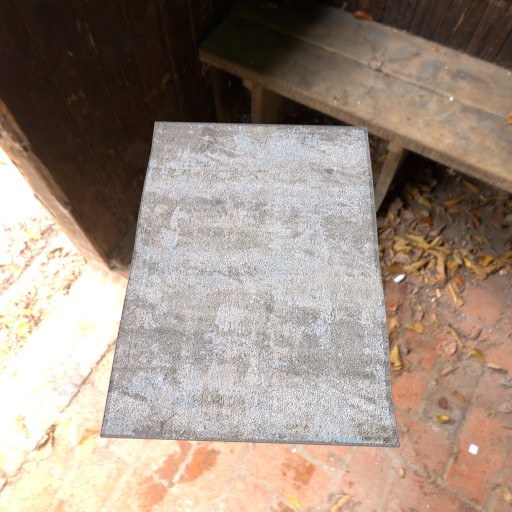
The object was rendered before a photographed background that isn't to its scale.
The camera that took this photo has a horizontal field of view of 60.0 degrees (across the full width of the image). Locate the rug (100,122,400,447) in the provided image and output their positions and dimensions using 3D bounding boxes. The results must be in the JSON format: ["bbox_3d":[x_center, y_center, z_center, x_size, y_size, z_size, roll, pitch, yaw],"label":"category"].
[{"bbox_3d":[0.000,0.000,4.253,2.393,0.013,3.307,2,64,1],"label":"rug"}]
